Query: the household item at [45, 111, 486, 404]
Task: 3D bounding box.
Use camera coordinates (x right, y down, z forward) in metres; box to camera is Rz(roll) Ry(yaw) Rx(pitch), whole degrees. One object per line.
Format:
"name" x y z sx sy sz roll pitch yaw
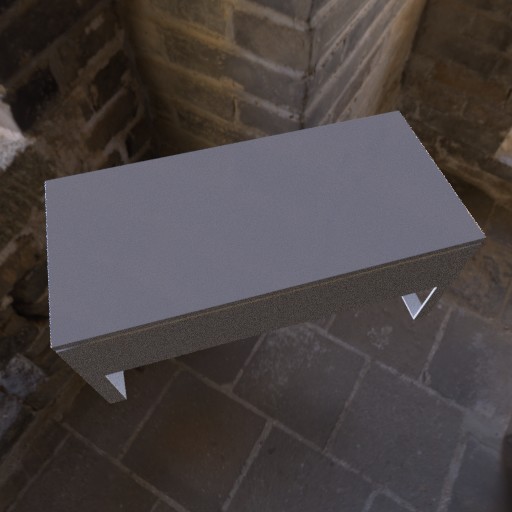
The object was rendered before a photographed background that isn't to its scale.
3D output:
"household item" 0.000 0.000 2.178 1.700 0.745 0.800 -13 58 -9
